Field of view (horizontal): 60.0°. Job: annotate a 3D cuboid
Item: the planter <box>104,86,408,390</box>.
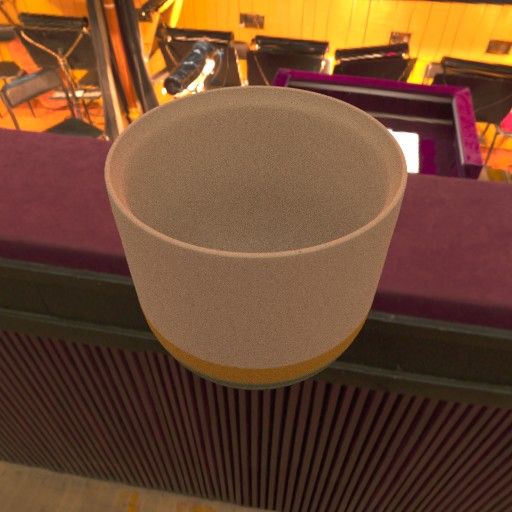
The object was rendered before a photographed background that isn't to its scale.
[{"bbox_3d":[0.000,0.000,0.494,0.268,0.270,0.268,0,46,0],"label":"planter"}]
